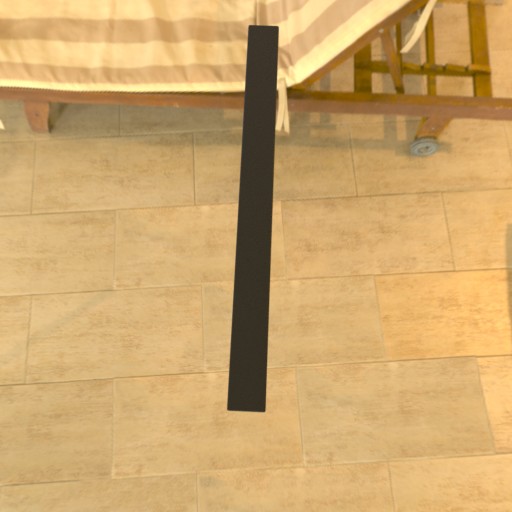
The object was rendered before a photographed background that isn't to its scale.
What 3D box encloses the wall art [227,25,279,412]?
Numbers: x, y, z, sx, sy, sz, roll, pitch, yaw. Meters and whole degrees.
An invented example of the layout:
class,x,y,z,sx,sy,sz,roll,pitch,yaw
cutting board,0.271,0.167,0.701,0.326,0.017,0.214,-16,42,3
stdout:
class,x,y,z,sx,sy,sz,roll,pitch,yaw
wall art,0.000,0.000,0.539,0.028,0.381,0.328,2,75,1
